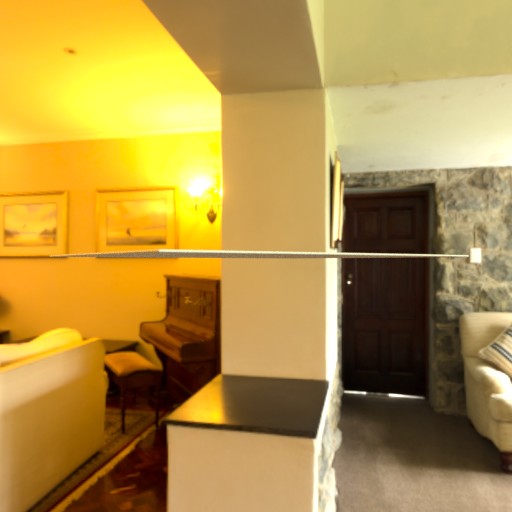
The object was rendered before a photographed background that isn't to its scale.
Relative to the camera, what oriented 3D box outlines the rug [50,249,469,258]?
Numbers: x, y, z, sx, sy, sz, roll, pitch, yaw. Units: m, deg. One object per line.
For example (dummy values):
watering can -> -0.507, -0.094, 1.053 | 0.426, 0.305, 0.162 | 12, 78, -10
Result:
rug -> 0.000, 0.000, 3.969 | 2.945, 0.014, 2.353 | 1, -1, -37
